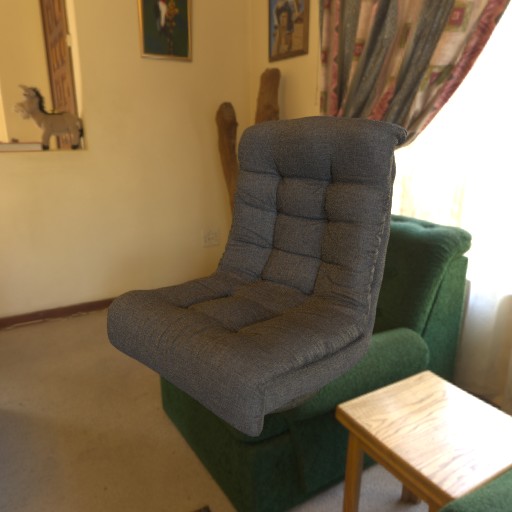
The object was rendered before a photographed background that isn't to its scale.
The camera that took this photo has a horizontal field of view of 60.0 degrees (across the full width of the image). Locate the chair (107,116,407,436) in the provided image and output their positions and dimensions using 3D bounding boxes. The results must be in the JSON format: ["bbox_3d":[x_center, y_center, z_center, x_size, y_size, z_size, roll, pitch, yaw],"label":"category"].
[{"bbox_3d":[0.000,0.000,1.225,0.597,0.749,0.668,15,22,42],"label":"chair"}]
